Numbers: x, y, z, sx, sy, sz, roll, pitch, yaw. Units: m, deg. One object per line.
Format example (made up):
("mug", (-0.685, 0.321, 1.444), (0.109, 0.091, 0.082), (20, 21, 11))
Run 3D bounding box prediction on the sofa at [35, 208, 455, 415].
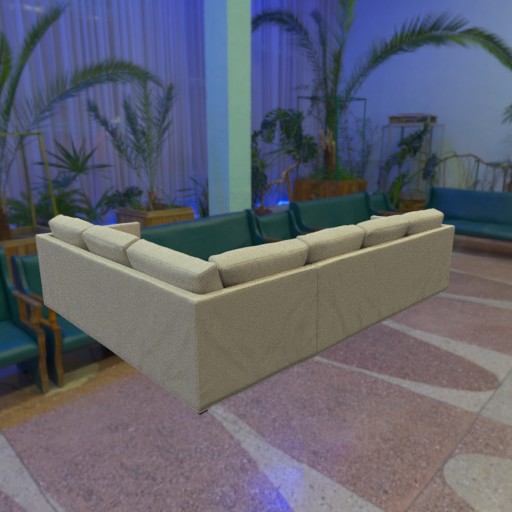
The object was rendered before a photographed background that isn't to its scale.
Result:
("sofa", (0.000, 0.000, 4.248), (3.182, 0.871, 2.432), (-13, 19, -42))
